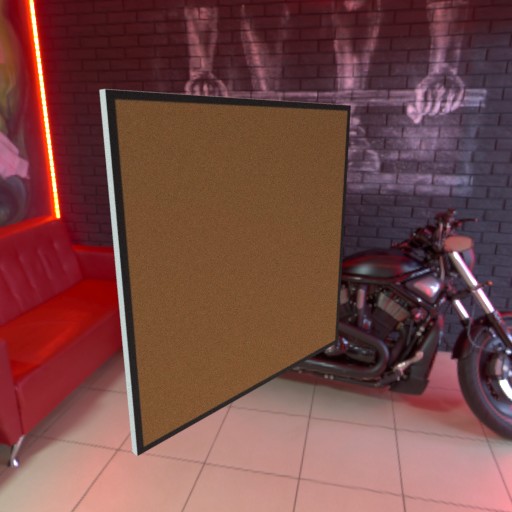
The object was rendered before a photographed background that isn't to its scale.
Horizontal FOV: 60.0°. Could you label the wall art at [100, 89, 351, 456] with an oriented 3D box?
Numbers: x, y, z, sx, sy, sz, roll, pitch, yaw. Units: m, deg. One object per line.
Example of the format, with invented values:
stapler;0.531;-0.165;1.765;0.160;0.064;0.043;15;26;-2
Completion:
wall art;0.000;0.000;1.203;0.022;0.803;0.805;15;22;43
